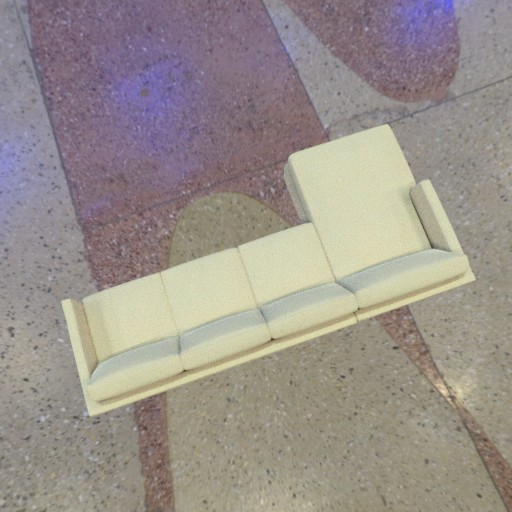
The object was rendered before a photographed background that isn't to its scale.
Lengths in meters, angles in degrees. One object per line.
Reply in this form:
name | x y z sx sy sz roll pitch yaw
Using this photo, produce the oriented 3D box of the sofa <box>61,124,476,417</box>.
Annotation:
sofa | 0.000 0.000 3.845 3.205 0.922 1.650 -19 78 -4
